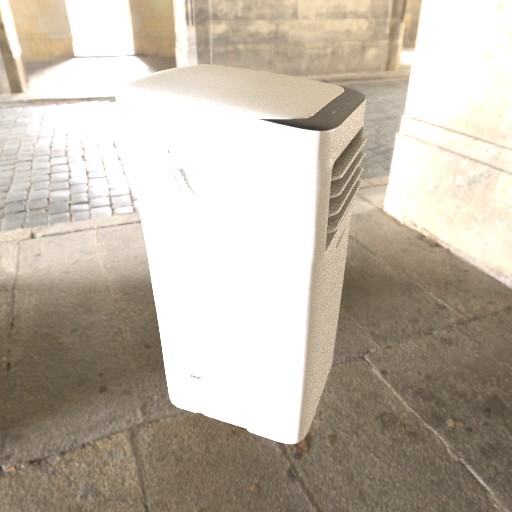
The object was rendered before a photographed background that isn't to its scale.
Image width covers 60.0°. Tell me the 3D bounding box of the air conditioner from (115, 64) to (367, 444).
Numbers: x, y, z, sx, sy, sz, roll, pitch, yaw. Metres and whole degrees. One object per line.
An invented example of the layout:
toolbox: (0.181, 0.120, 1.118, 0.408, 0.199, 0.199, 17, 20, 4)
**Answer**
air conditioner: (0.000, 0.000, 0.932, 0.369, 0.716, 0.352, 11, 31, 19)
